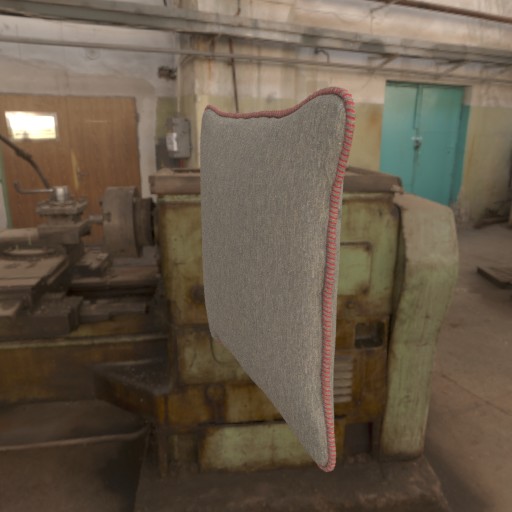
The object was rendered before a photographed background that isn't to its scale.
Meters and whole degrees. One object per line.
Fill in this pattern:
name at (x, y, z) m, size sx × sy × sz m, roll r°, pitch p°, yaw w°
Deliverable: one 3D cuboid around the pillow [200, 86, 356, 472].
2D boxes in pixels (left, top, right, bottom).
pillow at (0.000, 0.000, 0.727) m, size 0.124 × 0.491 × 0.482 m, roll -7°, pitch 17°, yaw -24°
